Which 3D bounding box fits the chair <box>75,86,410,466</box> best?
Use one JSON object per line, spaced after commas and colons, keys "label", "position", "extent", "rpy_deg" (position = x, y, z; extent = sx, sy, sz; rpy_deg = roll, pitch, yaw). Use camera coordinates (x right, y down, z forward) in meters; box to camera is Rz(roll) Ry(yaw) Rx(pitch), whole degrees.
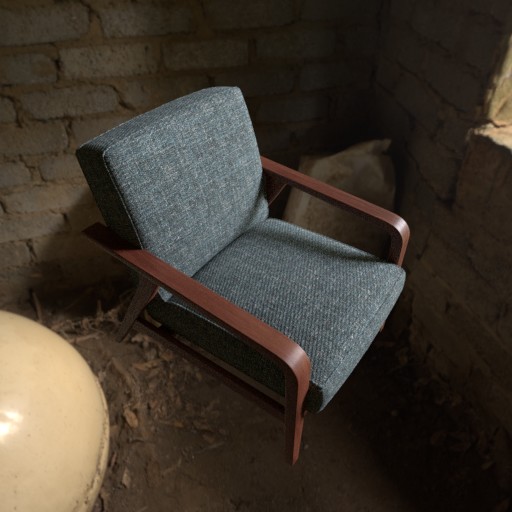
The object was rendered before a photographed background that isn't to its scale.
{"label": "chair", "position": [0.000, 0.000, 1.485], "extent": [0.889, 0.864, 0.719], "rpy_deg": [25, 47, 26]}
